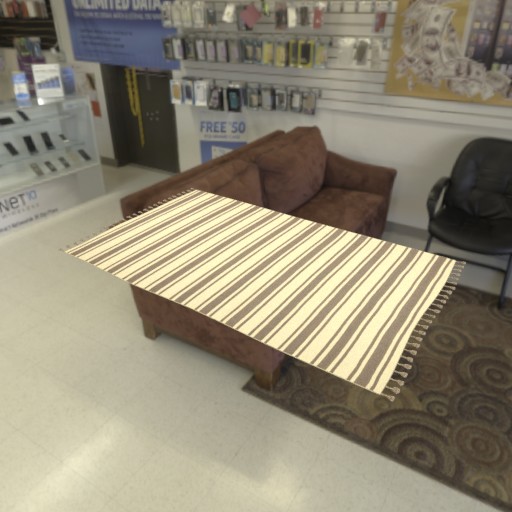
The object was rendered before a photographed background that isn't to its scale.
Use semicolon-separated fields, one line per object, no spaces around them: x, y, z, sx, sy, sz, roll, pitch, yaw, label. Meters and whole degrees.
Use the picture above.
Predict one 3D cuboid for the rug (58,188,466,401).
0.000;0.000;2.601;2.096;0.011;1.229;19;35;29;rug
